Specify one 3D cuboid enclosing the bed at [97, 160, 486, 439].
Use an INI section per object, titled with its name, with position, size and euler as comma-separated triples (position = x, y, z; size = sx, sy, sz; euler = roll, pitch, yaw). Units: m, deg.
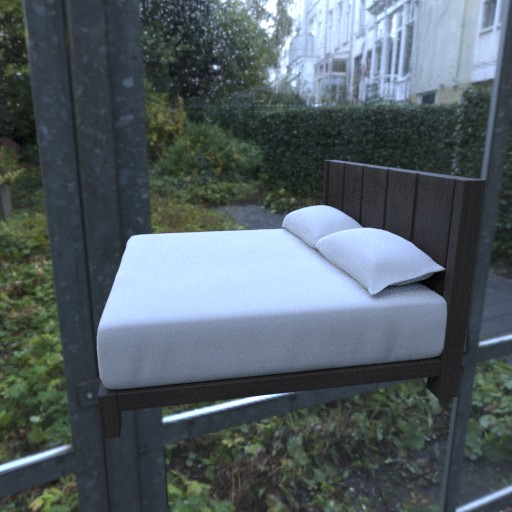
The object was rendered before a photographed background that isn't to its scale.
[bed]
position = 0.000, 0.000, 3.280
size = 2.012, 1.270, 2.134
euler = -3, 15, -11
